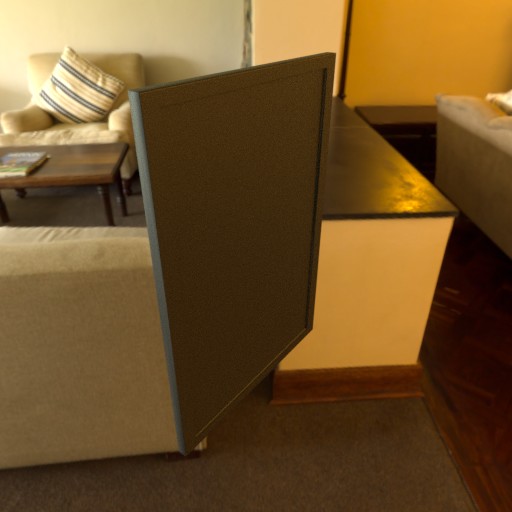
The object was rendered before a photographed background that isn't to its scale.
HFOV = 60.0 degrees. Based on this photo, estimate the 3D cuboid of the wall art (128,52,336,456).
[{"bbox_3d":[0.000,0.000,0.545,0.013,0.431,0.303,21,37,31],"label":"wall art"}]
